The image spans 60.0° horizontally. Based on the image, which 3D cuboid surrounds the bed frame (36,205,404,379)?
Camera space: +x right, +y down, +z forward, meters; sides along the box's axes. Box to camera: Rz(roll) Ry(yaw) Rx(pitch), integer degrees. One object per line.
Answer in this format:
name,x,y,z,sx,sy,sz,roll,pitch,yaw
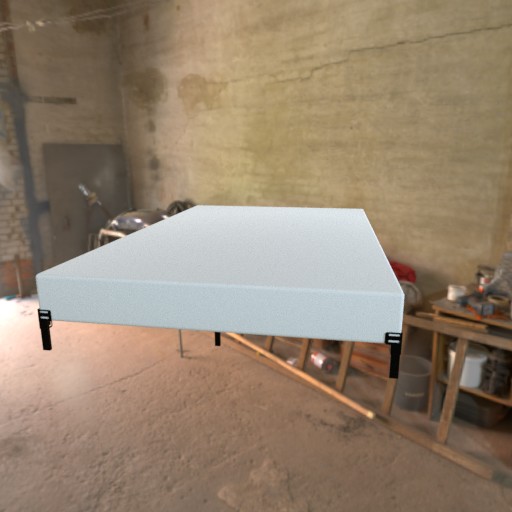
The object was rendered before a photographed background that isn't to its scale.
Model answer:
bed frame,0.000,0.000,3.701,1.930,0.440,2.987,2,14,9
